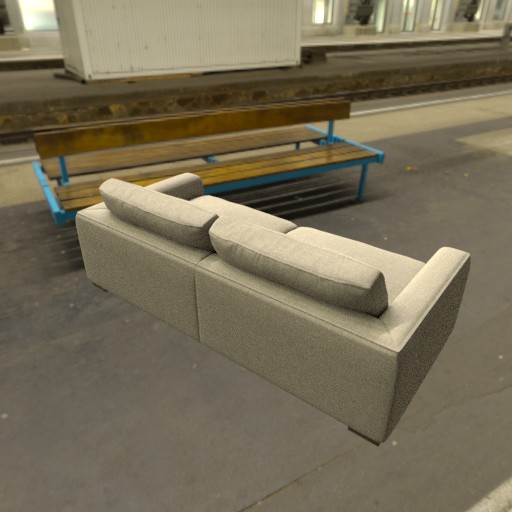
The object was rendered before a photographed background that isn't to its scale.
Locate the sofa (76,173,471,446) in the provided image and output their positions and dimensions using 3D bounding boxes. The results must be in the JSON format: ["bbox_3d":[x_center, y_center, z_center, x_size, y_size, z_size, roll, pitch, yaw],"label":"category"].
[{"bbox_3d":[0.000,0.000,2.755,2.262,0.801,1.070,21,36,32],"label":"sofa"}]
